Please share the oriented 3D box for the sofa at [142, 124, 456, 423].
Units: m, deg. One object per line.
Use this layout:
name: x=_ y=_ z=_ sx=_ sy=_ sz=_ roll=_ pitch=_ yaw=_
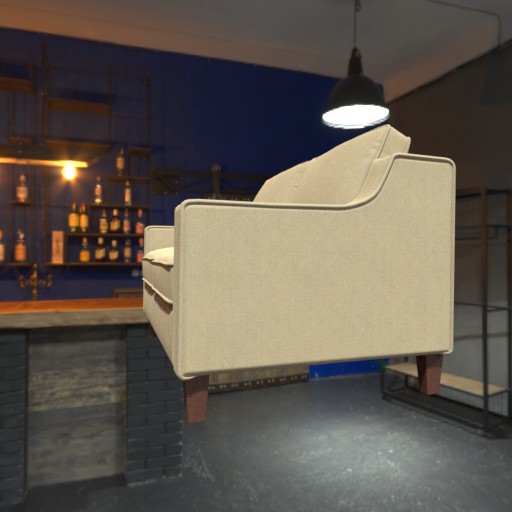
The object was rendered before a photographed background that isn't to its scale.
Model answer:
sofa: x=0.000 y=0.000 z=2.110 sx=0.987 sy=0.971 sz=1.501 roll=0 pitch=1 yaw=-18
